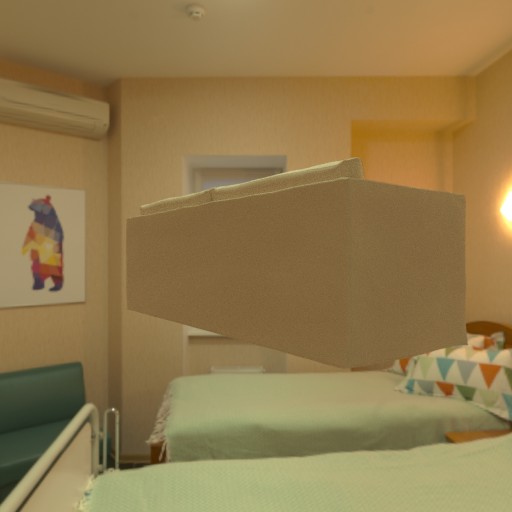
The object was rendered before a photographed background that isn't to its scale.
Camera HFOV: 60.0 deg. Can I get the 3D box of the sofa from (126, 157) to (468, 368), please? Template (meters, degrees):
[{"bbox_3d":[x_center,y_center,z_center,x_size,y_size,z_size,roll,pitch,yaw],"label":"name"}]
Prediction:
[{"bbox_3d":[0.000,0.000,3.335,1.036,0.999,2.779,0,0,-36],"label":"sofa"}]
